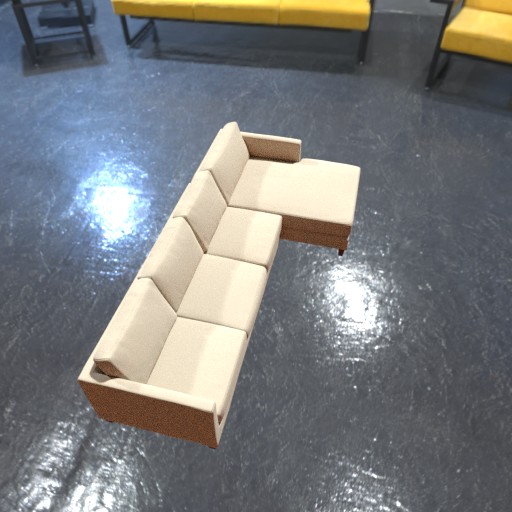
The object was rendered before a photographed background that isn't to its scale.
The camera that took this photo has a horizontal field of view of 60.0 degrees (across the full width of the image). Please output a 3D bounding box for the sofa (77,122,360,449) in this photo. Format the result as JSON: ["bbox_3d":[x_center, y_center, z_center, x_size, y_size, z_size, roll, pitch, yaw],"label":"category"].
[{"bbox_3d":[0.000,0.000,3.970,1.625,0.861,3.186,10,48,10],"label":"sofa"}]
